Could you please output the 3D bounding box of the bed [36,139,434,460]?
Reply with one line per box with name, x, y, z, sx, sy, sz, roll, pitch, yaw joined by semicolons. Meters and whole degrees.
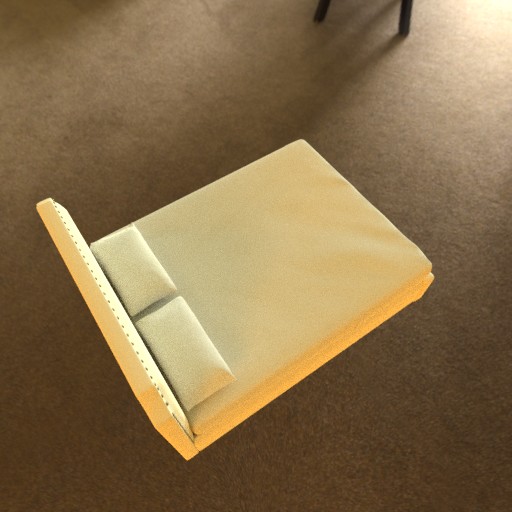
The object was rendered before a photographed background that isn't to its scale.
bed;0.000;0.000;3.362;2.329;1.415;1.703;-30;63;-17
